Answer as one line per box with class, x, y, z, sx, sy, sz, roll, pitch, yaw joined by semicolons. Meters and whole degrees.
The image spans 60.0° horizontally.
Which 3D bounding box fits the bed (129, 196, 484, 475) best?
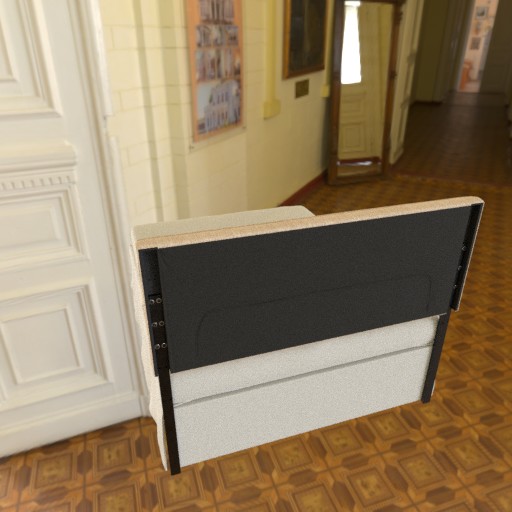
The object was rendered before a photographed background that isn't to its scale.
bed;0.000;0.000;2.945;1.643;1.270;1.978;-9;28;-17
